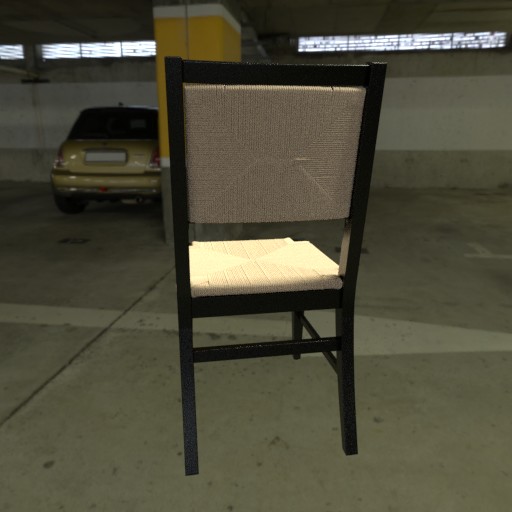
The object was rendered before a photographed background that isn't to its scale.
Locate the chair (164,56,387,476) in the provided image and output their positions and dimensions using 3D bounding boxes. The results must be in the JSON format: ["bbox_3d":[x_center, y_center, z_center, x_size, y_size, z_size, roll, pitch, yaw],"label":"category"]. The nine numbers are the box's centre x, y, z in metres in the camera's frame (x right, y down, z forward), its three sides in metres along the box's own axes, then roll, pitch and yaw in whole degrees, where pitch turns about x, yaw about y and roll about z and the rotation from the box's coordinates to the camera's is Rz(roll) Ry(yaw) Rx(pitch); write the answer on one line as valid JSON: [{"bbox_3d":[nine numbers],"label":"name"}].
[{"bbox_3d":[0.000,0.000,1.217,0.437,0.927,0.552,-3,16,-10],"label":"chair"}]
